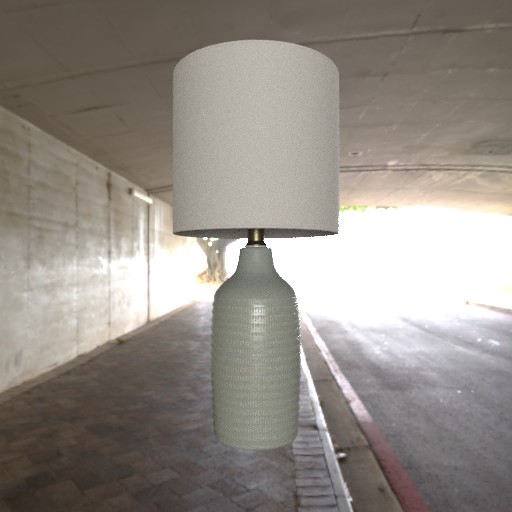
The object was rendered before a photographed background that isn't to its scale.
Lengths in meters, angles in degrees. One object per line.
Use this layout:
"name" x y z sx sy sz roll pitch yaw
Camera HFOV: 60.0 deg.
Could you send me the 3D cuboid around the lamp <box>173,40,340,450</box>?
"lamp" 0.000 0.000 0.596 0.220 0.475 0.220 -1 -1 35
